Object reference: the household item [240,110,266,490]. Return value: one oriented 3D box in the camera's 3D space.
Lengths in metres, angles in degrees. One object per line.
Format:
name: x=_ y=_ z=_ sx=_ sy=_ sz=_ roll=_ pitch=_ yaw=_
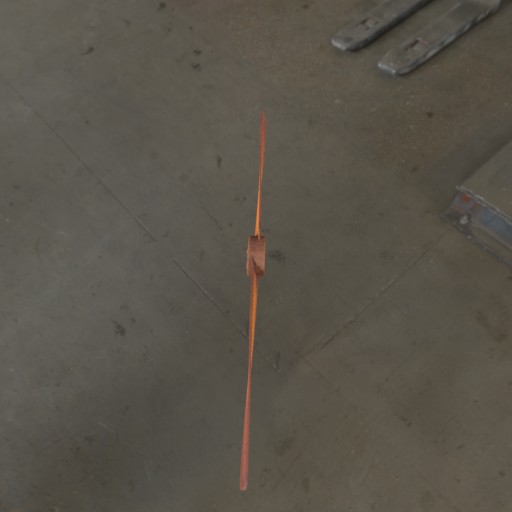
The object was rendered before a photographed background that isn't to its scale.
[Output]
household item: x=0.000 y=0.000 z=1.258 sx=0.051 sy=0.121 sz=1.181 roll=2 pitch=58 yaw=1
